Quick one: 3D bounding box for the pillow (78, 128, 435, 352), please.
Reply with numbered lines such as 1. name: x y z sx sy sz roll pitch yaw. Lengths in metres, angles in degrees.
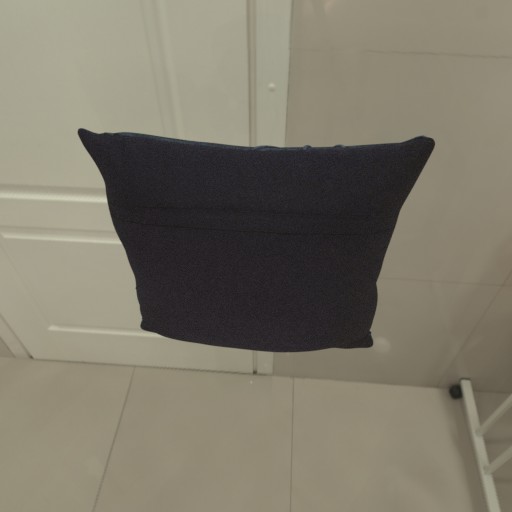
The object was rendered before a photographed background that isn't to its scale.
1. pillow: 0.000 0.000 0.685 0.439 0.440 0.183 3 47 3
